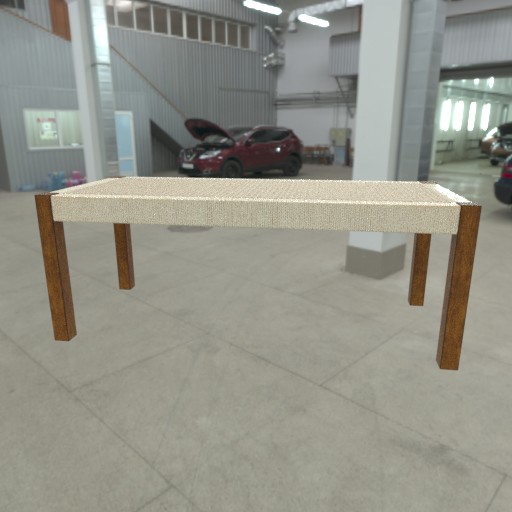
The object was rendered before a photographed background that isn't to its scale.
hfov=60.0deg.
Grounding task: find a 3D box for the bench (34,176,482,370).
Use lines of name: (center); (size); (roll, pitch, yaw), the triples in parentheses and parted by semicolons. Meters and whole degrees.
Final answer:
bench: (0.000, 0.000, 1.477); (1.198, 0.457, 0.507); (2, 16, 8)
